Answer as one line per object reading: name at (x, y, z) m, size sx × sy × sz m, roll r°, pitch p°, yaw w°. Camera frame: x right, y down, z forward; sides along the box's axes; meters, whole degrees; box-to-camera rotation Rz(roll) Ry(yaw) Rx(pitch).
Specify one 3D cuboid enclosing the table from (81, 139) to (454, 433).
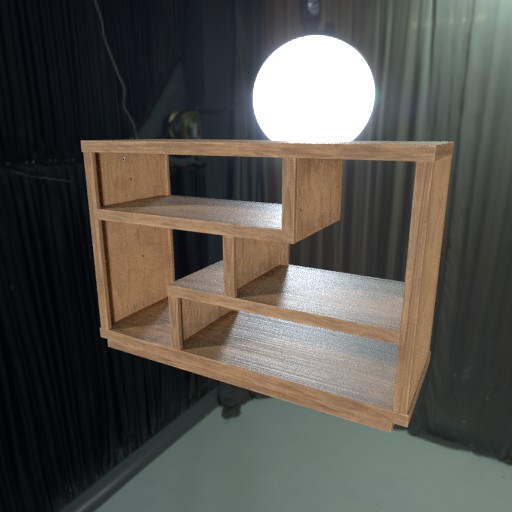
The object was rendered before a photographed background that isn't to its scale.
table at (0.000, 0.000, 1.536) m, size 1.151 × 0.771 × 0.410 m, roll 8°, pitch 18°, yaw 27°
